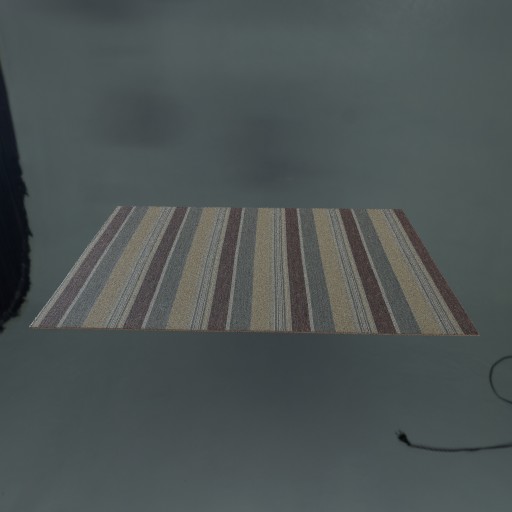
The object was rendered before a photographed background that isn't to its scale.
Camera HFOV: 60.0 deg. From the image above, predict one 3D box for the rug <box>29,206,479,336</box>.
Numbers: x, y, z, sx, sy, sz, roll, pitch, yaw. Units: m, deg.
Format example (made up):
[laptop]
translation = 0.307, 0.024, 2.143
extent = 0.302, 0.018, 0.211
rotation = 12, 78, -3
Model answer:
[rug]
translation = 0.000, 0.000, 2.320
extent = 1.829, 0.008, 1.219
rotation = 1, 30, 1
